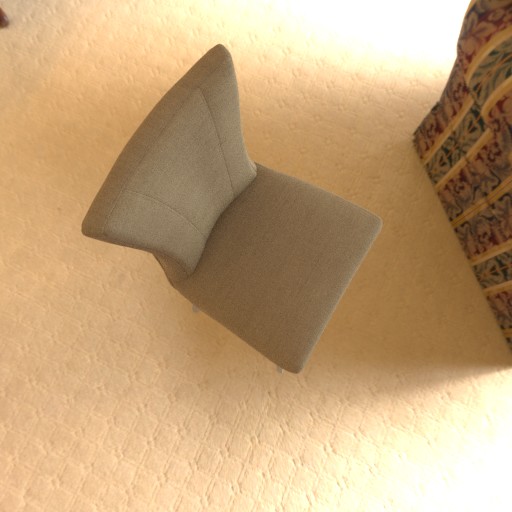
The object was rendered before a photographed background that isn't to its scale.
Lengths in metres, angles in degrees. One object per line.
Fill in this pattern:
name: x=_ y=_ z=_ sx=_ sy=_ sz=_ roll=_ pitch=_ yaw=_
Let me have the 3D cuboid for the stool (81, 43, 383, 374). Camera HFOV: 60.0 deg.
stool: x=0.000 y=0.000 z=1.392 sx=0.574 sy=1.086 sz=0.514 roll=30 pitch=78 yaw=7
